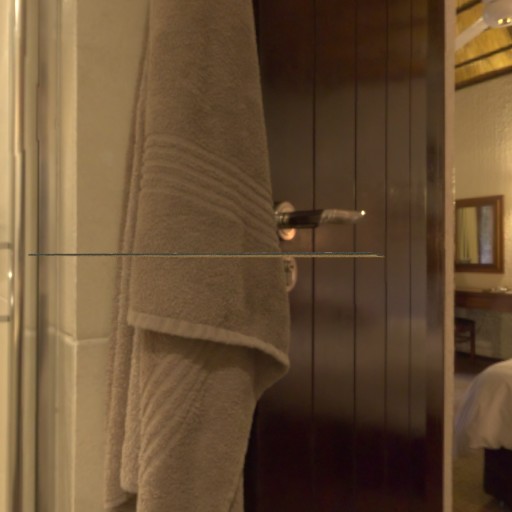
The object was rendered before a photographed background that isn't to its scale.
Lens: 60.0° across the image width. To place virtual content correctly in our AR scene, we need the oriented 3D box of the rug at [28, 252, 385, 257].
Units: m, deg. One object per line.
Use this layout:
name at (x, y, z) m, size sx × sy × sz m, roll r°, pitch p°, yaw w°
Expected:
rug at (0.000, 0.000, 4.450) m, size 2.432 × 0.018 × 3.342 m, roll 0°, pitch 0°, yaw 17°
